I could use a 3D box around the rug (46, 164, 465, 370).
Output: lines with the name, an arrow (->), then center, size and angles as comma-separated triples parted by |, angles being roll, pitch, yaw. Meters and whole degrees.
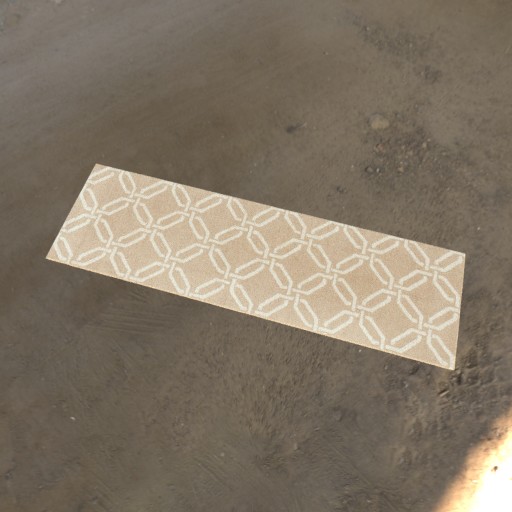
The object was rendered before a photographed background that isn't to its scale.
rug -> 0.000, 0.000, 2.507 | 2.276, 0.014, 0.678 | 14, 66, 7
